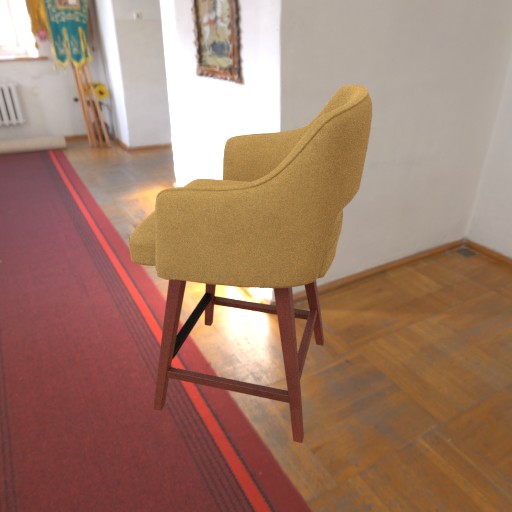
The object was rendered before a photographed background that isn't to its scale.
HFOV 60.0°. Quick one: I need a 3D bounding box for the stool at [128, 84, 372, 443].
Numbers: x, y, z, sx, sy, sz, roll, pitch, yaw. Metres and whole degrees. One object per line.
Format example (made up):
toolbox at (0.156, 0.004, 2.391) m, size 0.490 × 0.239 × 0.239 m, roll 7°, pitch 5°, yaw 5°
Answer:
stool at (0.000, 0.000, 1.290) m, size 0.558 × 0.924 × 0.548 m, roll 8°, pitch 30°, yaw 13°
